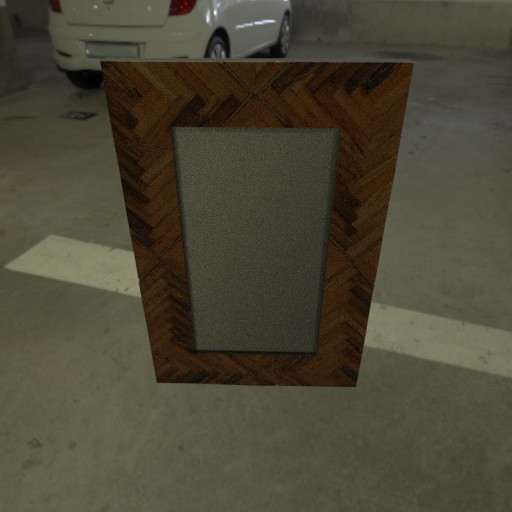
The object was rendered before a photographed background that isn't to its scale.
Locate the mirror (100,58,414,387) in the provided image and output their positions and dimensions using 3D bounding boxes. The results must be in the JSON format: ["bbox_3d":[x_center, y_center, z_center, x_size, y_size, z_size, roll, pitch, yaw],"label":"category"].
[{"bbox_3d":[0.000,0.000,1.115,0.606,0.912,0.044,1,33,1],"label":"mirror"}]
